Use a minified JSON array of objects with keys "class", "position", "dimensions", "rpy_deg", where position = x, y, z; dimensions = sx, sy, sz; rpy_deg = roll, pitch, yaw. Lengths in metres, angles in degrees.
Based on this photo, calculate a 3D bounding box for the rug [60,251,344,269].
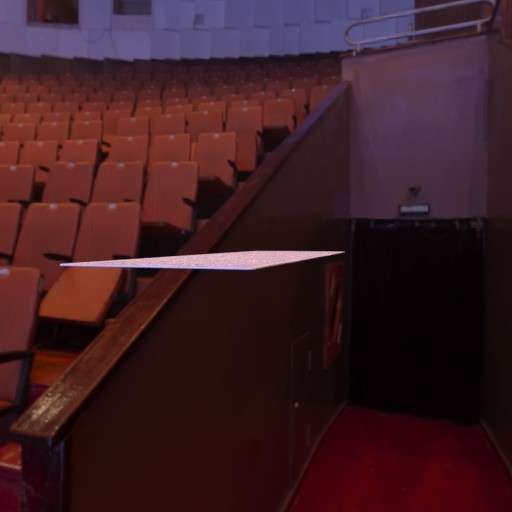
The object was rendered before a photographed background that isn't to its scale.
[{"class":"rug","position":[0.000,0.000,2.724],"dimensions":[0.806,0.006,2.431],"rpy_deg":[1,2,18]}]
